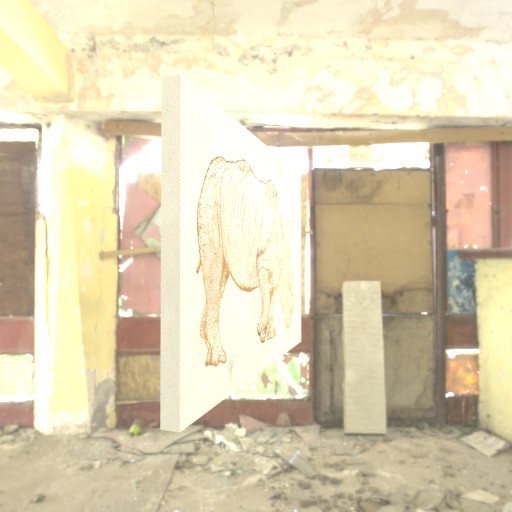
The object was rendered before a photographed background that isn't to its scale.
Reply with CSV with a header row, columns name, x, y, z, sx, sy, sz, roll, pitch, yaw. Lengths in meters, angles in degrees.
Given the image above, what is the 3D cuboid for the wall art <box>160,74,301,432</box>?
name,x,y,z,sx,sy,sz,roll,pitch,yaw
wall art,0.000,0.000,1.194,0.038,0.610,0.915,0,-1,19
